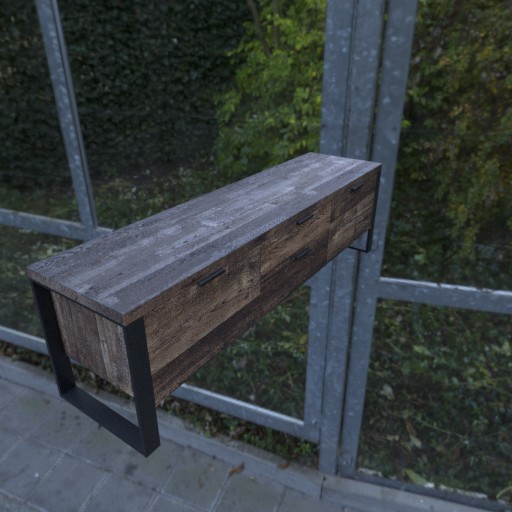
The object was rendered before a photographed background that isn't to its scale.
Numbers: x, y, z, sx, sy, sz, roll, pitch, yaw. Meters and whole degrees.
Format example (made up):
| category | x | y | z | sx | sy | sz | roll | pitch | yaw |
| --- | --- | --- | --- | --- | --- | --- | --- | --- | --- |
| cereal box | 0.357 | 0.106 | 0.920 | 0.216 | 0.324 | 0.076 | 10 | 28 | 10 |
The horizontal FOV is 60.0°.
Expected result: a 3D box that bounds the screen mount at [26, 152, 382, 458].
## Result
| category | x | y | z | sx | sy | sz | roll | pitch | yaw |
| --- | --- | --- | --- | --- | --- | --- | --- | --- | --- |
| screen mount | 0.000 | 0.000 | 1.711 | 0.395 | 0.450 | 1.524 | 17 | 31 | 31 |
